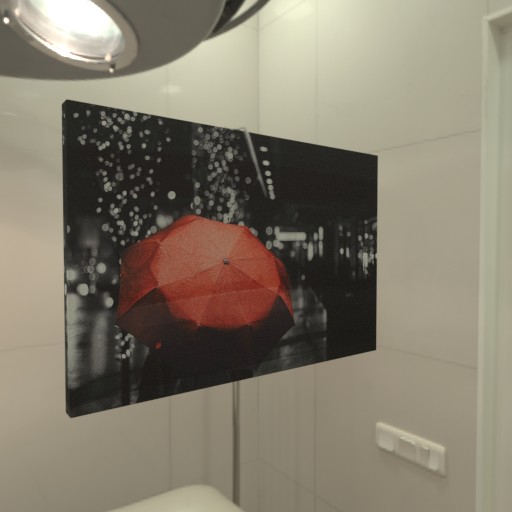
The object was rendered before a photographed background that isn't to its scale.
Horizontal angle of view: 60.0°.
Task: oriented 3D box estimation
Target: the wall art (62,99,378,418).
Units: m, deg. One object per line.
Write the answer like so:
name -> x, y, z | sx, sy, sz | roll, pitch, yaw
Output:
wall art -> 0.000, 0.000, 1.129 | 0.914, 0.609, 0.038 | -1, 2, -36
